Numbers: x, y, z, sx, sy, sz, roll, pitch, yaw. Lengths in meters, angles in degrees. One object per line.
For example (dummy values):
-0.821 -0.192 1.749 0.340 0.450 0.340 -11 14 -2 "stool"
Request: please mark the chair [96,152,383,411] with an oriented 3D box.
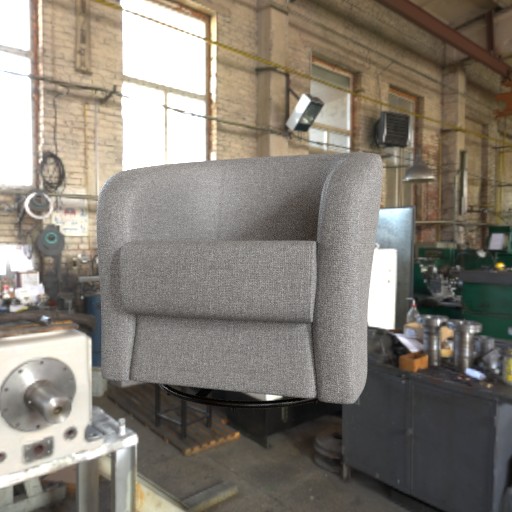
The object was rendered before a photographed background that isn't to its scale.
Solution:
0.000 0.000 1.442 0.791 0.771 0.815 0 2 17 "chair"
